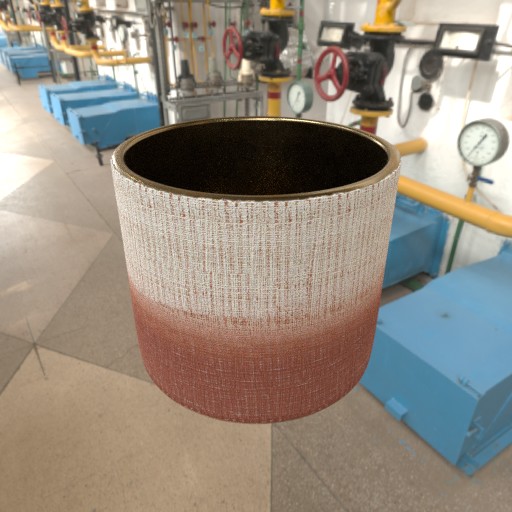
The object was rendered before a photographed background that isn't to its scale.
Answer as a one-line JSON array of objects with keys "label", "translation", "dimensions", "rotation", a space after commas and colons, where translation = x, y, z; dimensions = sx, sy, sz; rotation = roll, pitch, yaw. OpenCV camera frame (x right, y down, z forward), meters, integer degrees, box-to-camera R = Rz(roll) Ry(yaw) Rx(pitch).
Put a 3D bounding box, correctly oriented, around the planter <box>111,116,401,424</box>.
[{"label": "planter", "translation": [0.000, 0.000, 0.314], "dimensions": [0.178, 0.157, 0.178], "rotation": [0, 30, 0]}]
